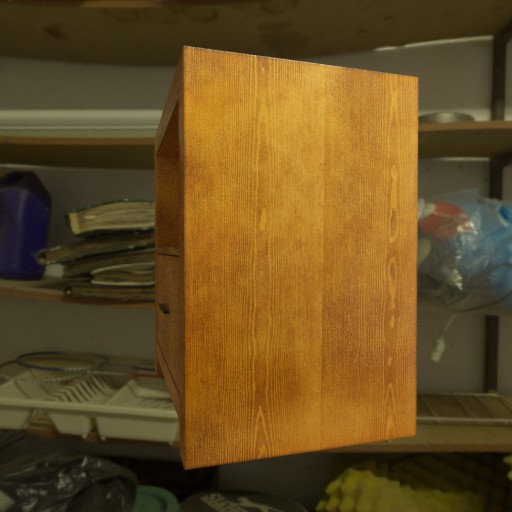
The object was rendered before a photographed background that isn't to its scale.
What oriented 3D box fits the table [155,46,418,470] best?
[{"bbox_3d":[0.000,0.000,0.950,0.400,0.605,0.550,0,1,-17],"label":"table"}]
